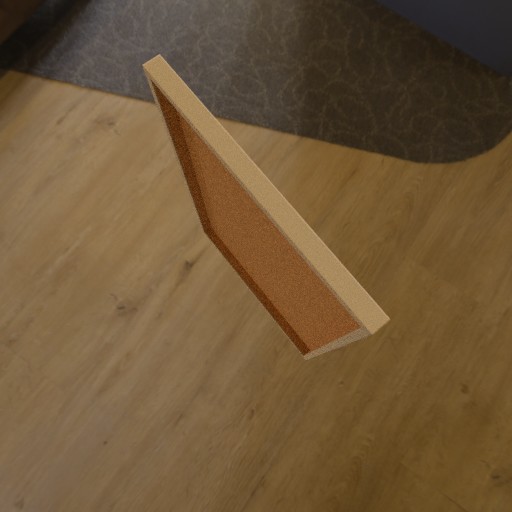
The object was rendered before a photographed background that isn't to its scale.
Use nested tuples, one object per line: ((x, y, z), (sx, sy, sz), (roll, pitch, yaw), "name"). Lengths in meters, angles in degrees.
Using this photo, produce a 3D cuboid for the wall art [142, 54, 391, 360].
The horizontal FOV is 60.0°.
((0.000, 0.000, 1.174), (0.038, 0.914, 0.610), (-37, 78, -10), "wall art")
